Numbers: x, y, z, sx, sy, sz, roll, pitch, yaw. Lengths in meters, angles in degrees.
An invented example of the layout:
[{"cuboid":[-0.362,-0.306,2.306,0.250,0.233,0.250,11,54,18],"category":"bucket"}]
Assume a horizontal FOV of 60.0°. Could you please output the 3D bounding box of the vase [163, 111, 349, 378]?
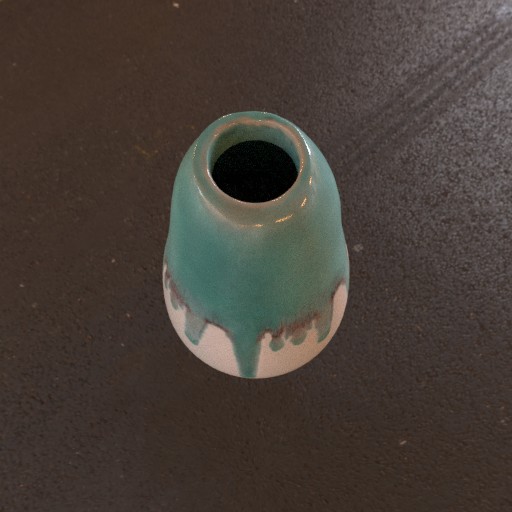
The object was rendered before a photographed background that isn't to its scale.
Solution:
[{"cuboid":[0.000,0.000,0.248,0.116,0.179,0.116,0,64,0],"category":"vase"}]
